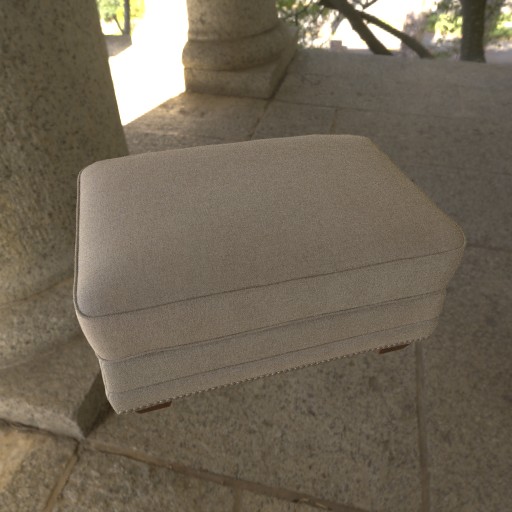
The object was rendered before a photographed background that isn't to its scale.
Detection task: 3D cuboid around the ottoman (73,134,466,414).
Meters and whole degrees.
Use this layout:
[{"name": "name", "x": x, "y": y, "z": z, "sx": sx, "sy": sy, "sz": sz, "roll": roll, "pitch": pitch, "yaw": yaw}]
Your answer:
[{"name": "ottoman", "x": 0.000, "y": 0.000, "z": 1.142, "sx": 0.813, "sy": 0.458, "sz": 0.559, "roll": -11, "pitch": 43, "yaw": -12}]
